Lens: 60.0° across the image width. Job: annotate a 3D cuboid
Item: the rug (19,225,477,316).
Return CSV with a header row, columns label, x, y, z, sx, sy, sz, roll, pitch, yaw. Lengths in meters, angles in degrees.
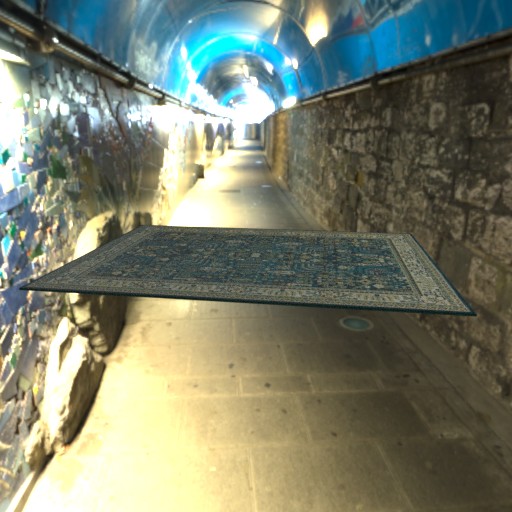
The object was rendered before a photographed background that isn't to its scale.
label,x,y,z,sx,sy,sz,roll,pitch,yaw
rug,0.000,0.000,2.868,2.213,0.013,1.594,2,16,8
